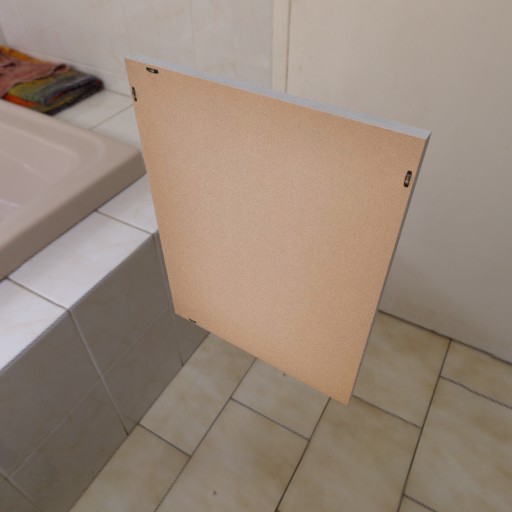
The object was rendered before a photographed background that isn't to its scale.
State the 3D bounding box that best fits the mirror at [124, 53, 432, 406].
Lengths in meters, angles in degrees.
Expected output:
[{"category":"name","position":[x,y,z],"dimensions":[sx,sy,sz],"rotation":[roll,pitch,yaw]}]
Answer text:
[{"category":"mirror","position":[0.000,0.000,1.325],"dimensions":[0.762,1.016,0.041],"rotation":[24,49,23]}]
